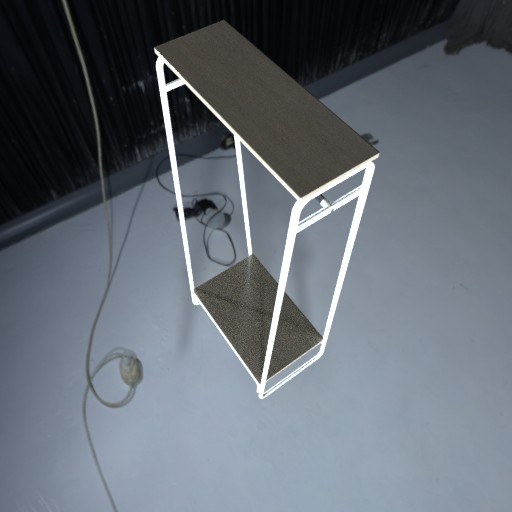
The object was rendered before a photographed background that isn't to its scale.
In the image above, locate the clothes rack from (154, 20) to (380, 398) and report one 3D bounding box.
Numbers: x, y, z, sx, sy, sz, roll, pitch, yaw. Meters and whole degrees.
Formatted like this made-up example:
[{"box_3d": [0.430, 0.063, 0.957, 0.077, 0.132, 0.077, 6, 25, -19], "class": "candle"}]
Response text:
[{"box_3d": [0.000, 0.000, 1.738, 0.400, 1.512, 0.640, -31, 63, -18], "class": "clothes rack"}]
